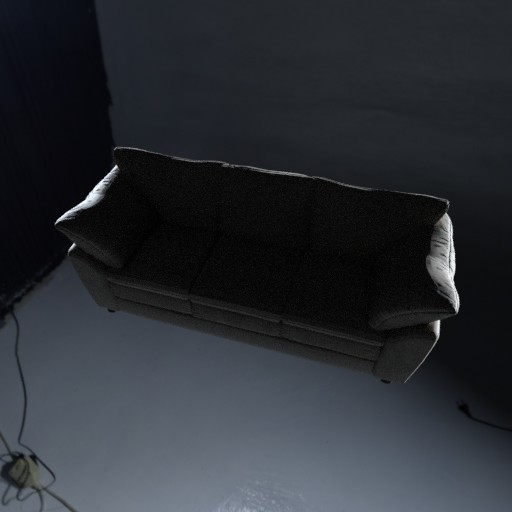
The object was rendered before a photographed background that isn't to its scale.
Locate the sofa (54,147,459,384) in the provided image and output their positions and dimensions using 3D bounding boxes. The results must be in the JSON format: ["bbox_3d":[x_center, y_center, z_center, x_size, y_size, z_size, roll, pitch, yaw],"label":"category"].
[{"bbox_3d":[0.000,0.000,2.886,2.334,0.996,0.878,12,42,13],"label":"sofa"}]
